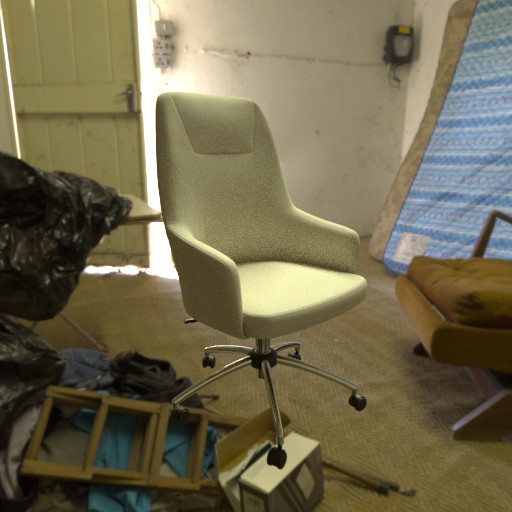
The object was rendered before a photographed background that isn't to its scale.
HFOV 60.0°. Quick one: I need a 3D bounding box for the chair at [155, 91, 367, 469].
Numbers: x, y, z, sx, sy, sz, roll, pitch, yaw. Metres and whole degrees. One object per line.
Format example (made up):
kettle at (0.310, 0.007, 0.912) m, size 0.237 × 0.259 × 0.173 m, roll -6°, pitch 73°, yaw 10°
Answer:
chair at (0.000, 0.000, 1.469) m, size 0.620 × 1.049 × 0.640 m, roll -13°, pitch 19°, yaw -42°
